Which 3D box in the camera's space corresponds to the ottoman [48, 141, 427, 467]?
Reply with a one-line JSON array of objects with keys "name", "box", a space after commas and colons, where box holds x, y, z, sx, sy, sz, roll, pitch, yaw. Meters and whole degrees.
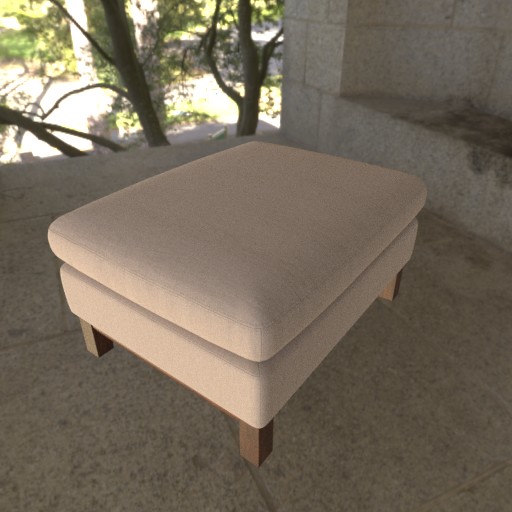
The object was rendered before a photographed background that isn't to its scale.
[{"name": "ottoman", "box": [0.000, 0.000, 1.135, 0.606, 0.420, 0.771, 21, 37, 31]}]
